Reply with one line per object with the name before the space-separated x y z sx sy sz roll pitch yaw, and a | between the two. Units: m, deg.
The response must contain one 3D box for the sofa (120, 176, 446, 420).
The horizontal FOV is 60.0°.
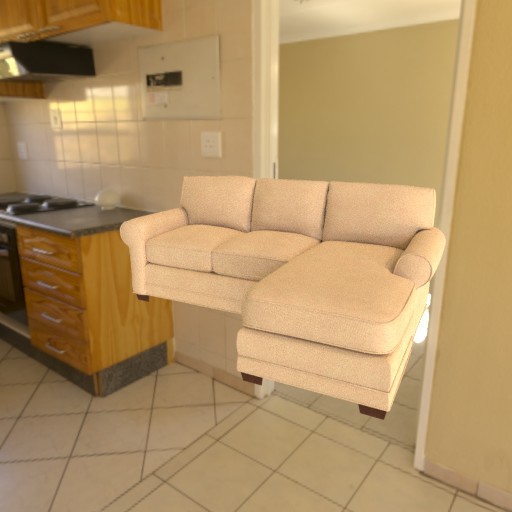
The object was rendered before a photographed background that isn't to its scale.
sofa | 0.000 0.000 2.350 1.770 0.734 1.226 8 17 26
